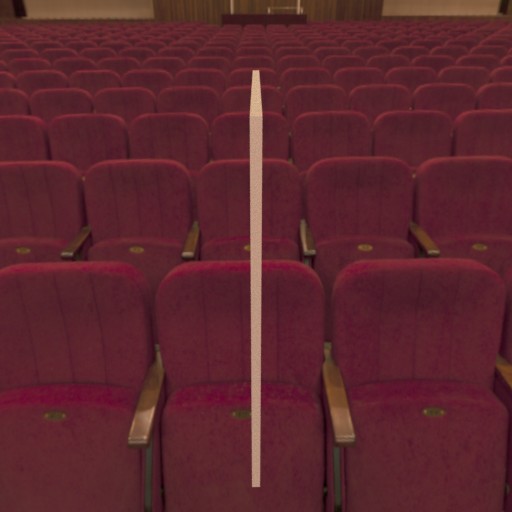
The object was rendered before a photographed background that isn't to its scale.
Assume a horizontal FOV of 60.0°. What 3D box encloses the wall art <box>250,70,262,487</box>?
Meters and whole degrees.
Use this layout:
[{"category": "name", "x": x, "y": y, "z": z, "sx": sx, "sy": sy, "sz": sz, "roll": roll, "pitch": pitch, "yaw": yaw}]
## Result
[{"category": "wall art", "x": 0.000, "y": 0.000, "z": 0.771, "sx": 0.012, "sy": 0.557, "sz": 0.482, "roll": 0, "pitch": 28, "yaw": 0}]
